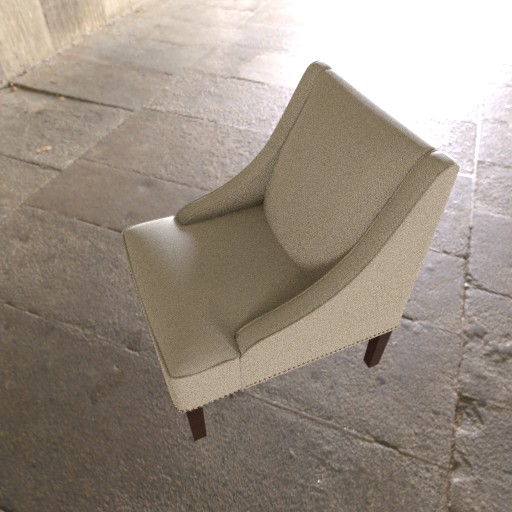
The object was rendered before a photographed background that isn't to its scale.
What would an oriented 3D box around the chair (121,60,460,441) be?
[{"bbox_3d":[0.000,0.000,1.382,0.748,0.872,0.628,-17,48,-16],"label":"chair"}]
